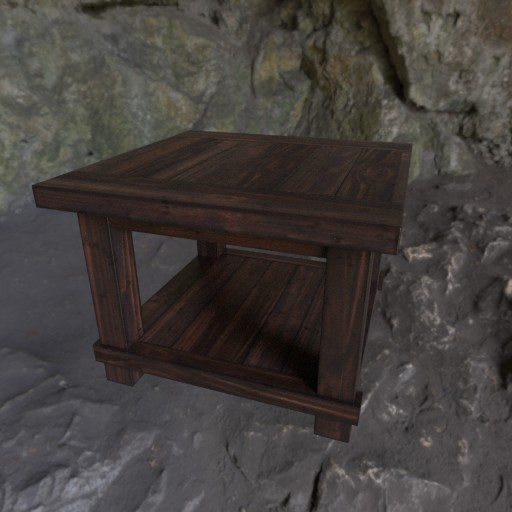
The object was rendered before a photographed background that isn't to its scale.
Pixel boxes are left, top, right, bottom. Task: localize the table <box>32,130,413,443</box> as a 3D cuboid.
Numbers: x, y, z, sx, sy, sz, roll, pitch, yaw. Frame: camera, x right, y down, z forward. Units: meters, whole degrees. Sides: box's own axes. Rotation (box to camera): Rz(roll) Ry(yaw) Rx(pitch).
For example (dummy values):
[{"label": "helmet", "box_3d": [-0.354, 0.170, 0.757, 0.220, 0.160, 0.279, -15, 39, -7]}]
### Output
[{"label": "table", "box_3d": [0.000, 0.000, 1.011, 0.606, 0.437, 0.593, 8, 26, 17]}]
